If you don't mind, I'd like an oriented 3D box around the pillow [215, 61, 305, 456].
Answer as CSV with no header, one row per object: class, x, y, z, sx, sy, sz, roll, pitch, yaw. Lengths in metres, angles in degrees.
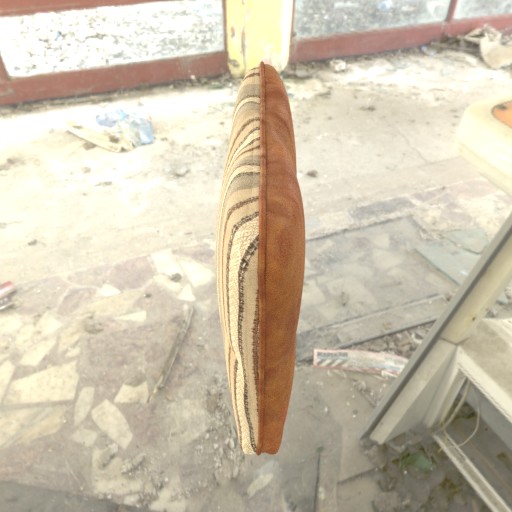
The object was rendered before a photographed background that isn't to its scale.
pillow,0.000,0.000,0.740,0.130,0.490,0.489,0,42,0
